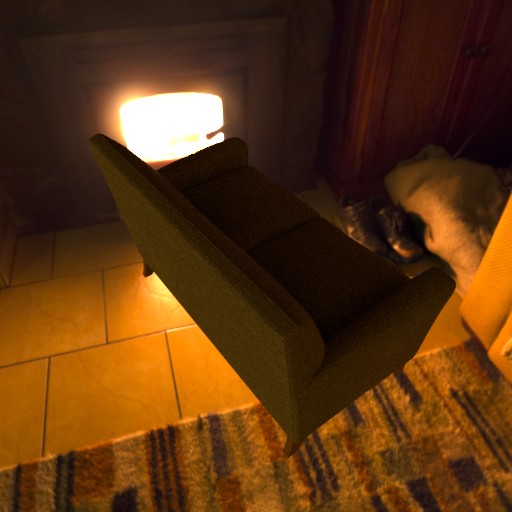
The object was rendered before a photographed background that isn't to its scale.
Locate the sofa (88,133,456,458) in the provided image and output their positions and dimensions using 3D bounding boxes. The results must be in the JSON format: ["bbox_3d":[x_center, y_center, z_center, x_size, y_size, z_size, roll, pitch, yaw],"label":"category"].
[{"bbox_3d":[0.000,0.000,2.080,0.867,0.905,1.509,-26,48,-26],"label":"sofa"}]
